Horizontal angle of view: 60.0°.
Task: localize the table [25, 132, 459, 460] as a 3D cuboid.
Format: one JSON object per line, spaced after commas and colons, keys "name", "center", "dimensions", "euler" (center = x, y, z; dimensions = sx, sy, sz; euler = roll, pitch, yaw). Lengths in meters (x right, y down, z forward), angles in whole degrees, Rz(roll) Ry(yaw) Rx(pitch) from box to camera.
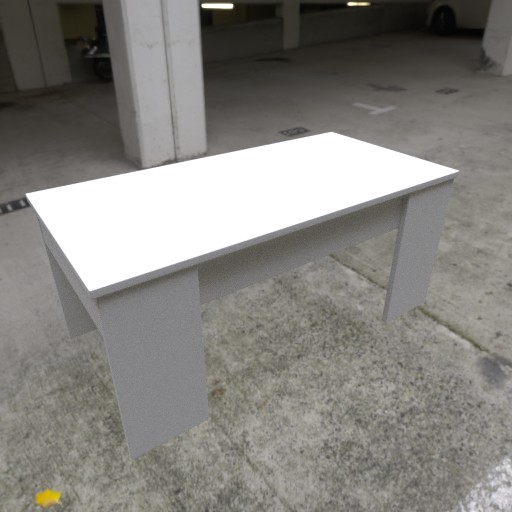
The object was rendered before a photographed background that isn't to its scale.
{"name": "table", "center": [0.000, 0.000, 1.243], "dimensions": [1.000, 0.440, 0.500], "euler": [-19, 35, -30]}
